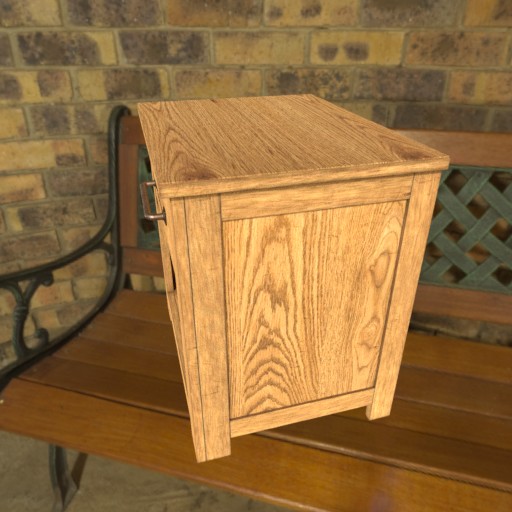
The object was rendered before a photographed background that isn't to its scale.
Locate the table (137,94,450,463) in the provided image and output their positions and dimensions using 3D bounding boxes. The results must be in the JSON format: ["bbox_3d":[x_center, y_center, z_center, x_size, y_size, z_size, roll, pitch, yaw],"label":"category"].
[{"bbox_3d":[0.000,0.000,1.068,0.494,0.625,0.601,-8,31,-14],"label":"table"}]
